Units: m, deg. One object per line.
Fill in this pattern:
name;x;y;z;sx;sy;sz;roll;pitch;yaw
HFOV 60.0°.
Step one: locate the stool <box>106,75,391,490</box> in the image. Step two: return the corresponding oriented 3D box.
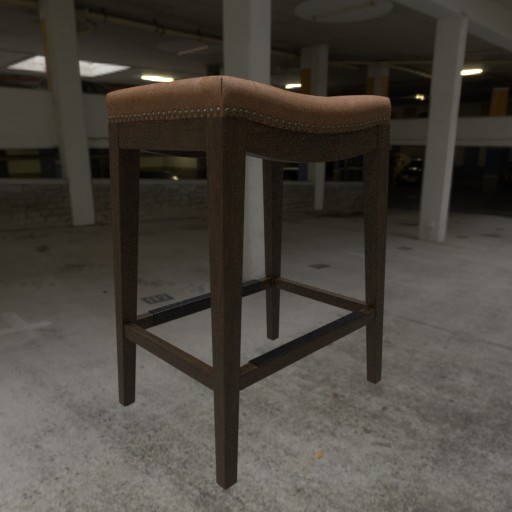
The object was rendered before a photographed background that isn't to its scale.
stool;0.000;0.000;0.949;0.500;0.660;0.361;-14;20;-43
